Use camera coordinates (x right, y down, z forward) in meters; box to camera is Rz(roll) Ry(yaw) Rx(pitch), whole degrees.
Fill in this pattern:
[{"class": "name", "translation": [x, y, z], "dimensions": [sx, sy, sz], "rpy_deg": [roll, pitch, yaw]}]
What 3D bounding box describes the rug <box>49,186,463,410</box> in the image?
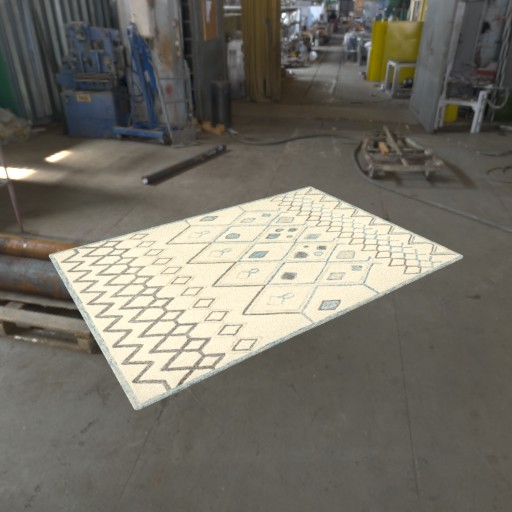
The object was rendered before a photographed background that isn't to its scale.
[{"class": "rug", "translation": [0.000, 0.000, 2.359], "dimensions": [1.820, 0.009, 1.260], "rpy_deg": [-19, 34, -29]}]
